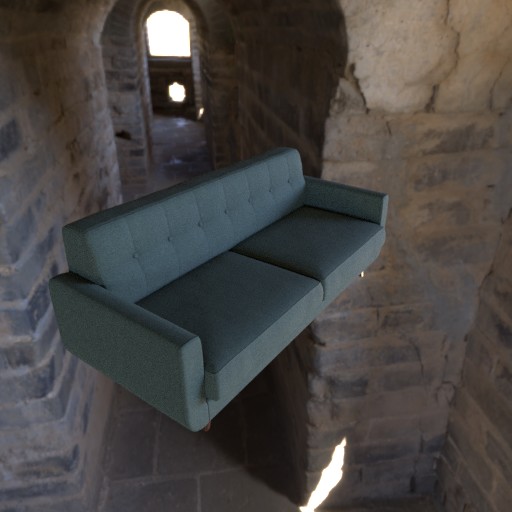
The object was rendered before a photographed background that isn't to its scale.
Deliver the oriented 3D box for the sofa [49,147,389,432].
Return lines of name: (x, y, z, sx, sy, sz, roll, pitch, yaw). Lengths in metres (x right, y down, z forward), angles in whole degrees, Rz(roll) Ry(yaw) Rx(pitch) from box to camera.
sofa: (0.000, 0.000, 2.586, 0.909, 0.841, 2.029, 19, 33, 31)
